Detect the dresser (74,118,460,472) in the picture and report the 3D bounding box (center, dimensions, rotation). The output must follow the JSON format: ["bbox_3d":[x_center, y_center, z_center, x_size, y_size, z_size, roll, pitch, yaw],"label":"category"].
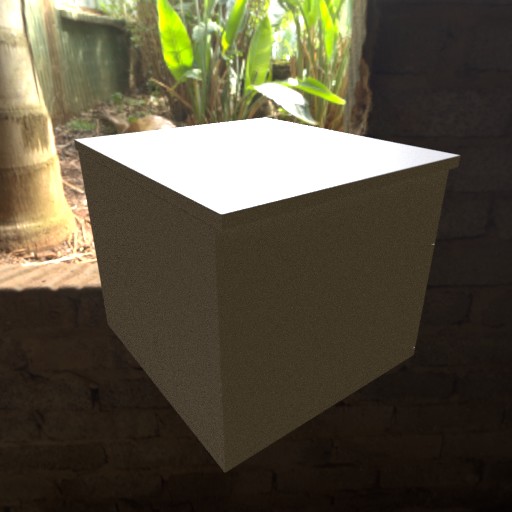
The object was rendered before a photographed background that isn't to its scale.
[{"bbox_3d":[0.000,0.000,0.733,0.400,0.360,0.430,-18,31,-33],"label":"dresser"}]
